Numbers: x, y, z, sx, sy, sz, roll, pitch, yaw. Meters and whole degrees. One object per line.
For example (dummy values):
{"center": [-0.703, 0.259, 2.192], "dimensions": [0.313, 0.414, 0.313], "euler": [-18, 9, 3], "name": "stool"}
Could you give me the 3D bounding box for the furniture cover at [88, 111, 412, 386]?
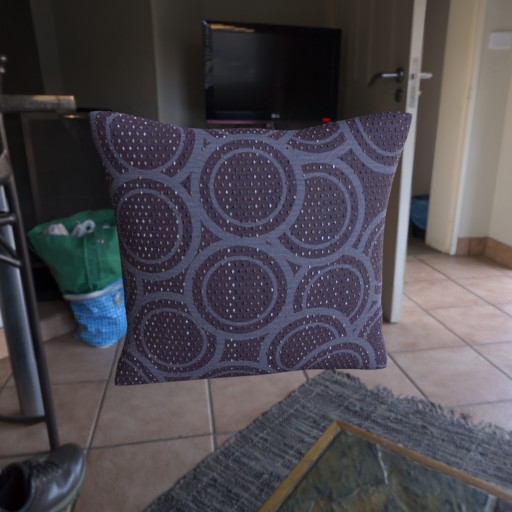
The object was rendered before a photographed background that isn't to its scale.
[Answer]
{"center": [0.000, 0.000, 0.820], "dimensions": [0.552, 0.509, 0.193], "euler": [-2, 17, -7], "name": "furniture cover"}
